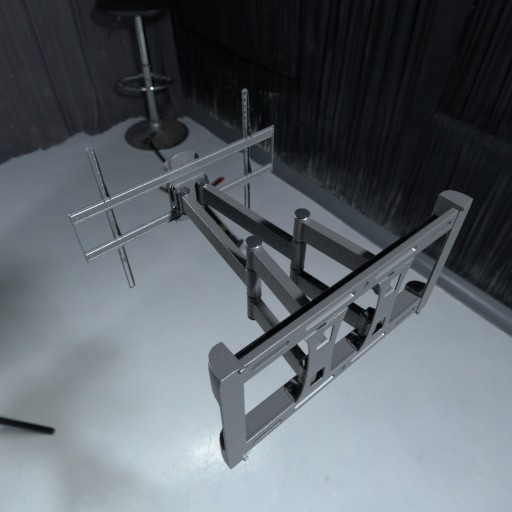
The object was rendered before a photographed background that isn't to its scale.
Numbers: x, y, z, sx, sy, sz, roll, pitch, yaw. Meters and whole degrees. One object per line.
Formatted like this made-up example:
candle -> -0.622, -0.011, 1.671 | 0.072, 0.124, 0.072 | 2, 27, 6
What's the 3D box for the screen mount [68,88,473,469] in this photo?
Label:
screen mount -> 0.000, 0.000, 1.099 | 0.661, 0.491, 0.644 | -31, 53, -26
